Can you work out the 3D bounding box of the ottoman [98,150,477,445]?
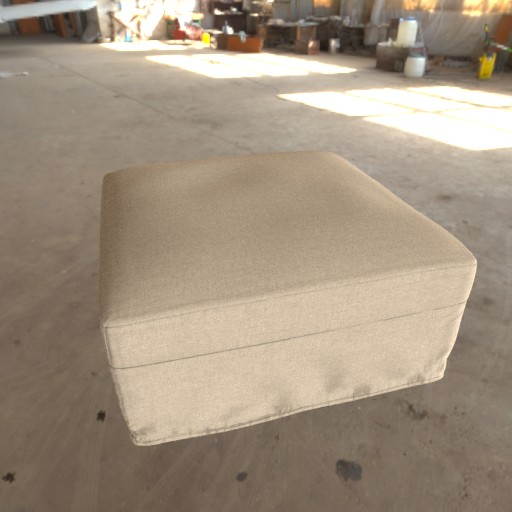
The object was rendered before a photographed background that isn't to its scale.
[{"bbox_3d":[0.000,0.000,1.312,0.840,0.436,0.843,-8,32,-14],"label":"ottoman"}]
